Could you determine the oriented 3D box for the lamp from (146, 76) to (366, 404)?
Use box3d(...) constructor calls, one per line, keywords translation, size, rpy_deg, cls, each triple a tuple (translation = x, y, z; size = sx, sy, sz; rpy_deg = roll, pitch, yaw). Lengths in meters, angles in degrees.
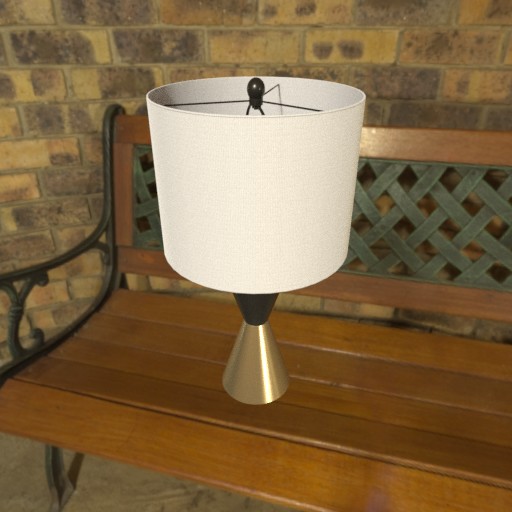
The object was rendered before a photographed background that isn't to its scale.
box3d(translation=(0.000, 0.000, 0.760), size=(0.304, 0.573, 0.304), rpy_deg=(-8, 31, -14), cls="lamp")
